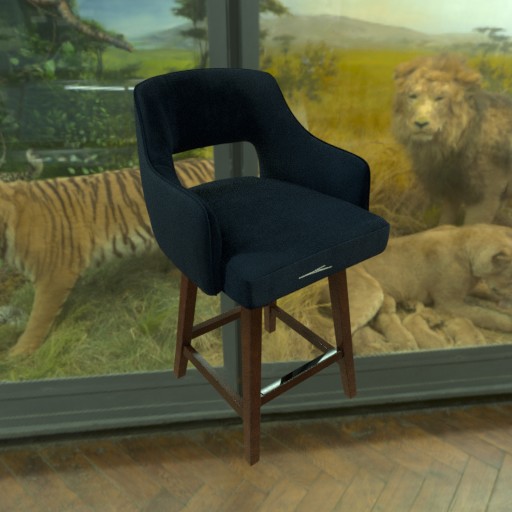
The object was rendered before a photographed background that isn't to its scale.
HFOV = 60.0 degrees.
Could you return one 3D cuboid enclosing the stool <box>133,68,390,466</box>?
[{"bbox_3d":[0.000,0.000,1.260,0.550,0.940,0.560,-20,35,-32],"label":"stool"}]
